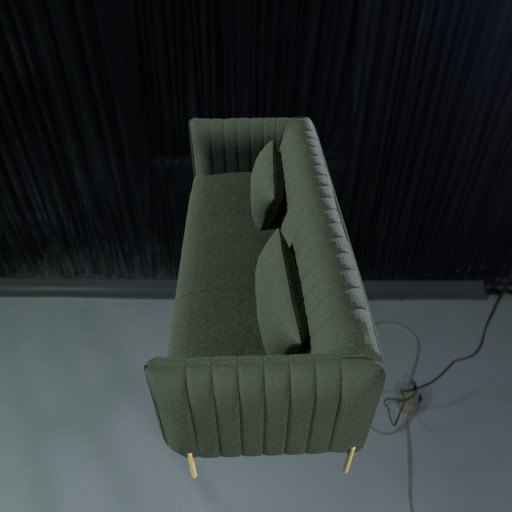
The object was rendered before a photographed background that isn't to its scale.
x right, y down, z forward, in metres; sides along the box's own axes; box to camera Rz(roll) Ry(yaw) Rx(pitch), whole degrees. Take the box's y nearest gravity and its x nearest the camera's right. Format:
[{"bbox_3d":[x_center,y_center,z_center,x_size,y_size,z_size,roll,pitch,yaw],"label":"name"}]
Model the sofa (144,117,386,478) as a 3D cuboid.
[{"bbox_3d":[0.000,0.000,2.536,0.896,0.793,2.137,-1,41,-1],"label":"sofa"}]
